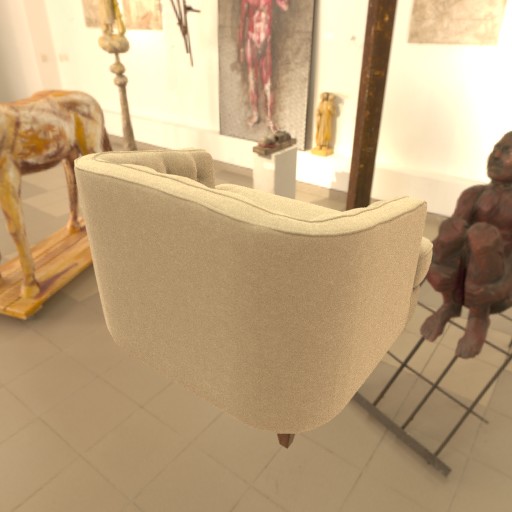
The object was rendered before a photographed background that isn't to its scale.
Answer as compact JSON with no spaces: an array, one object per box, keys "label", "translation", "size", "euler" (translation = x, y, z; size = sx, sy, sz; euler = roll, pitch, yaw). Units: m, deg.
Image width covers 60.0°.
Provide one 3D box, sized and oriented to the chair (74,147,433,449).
[{"label":"chair","translation":[0.000,0.000,1.711],"size":[1.104,0.852,0.941],"euler":[20,35,31]}]
